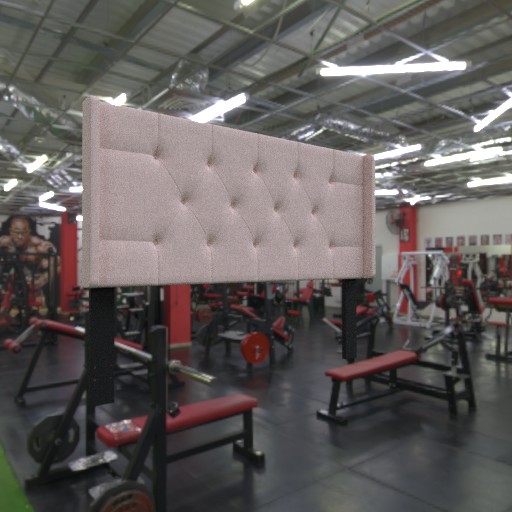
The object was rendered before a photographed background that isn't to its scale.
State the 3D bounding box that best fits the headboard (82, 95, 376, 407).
[{"bbox_3d":[0.000,0.000,2.751,2.051,1.524,0.184,0,-1,-36],"label":"headboard"}]
